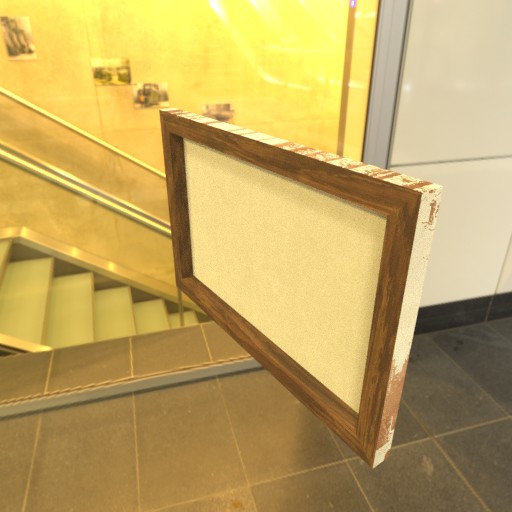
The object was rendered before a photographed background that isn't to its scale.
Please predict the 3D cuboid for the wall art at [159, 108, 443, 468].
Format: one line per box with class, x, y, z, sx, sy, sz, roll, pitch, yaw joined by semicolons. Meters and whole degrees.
wall art;0.000;0.000;0.756;0.035;0.405;0.609;-18;32;-31
